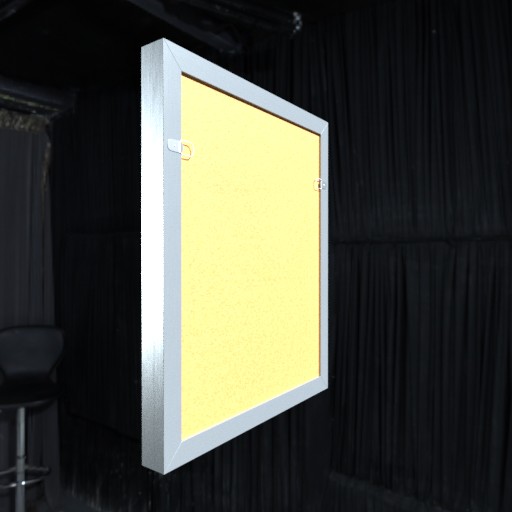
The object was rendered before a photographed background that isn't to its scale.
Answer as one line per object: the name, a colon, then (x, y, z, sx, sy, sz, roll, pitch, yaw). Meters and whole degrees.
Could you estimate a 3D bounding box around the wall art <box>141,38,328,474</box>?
wall art: (0.000, 0.000, 0.516, 0.030, 0.379, 0.308, 0, 0, 36)
